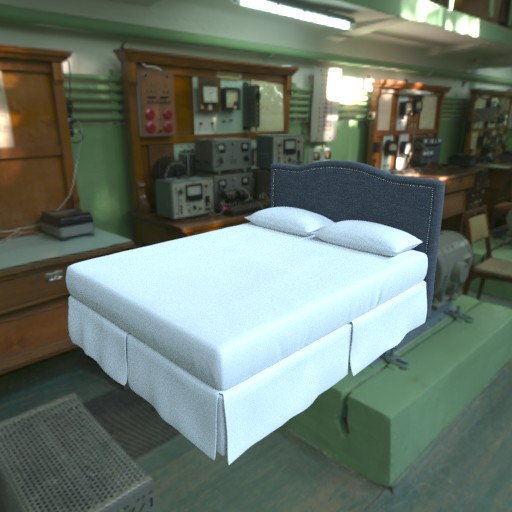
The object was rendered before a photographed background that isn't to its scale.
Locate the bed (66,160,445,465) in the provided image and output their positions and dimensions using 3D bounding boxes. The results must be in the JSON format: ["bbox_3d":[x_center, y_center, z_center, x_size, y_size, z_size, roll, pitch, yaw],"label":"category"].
[{"bbox_3d":[0.000,0.000,3.887,2.689,1.457,2.161,-17,24,-42],"label":"bed"}]
